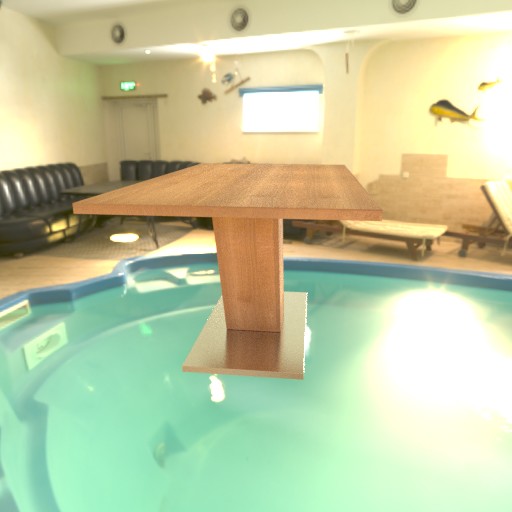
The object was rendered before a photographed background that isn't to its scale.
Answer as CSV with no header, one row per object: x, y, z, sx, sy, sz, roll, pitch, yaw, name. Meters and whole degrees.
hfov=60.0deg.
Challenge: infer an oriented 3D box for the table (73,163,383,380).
0.000,0.000,2.131,0.900,0.750,1.600,2,16,7,table
